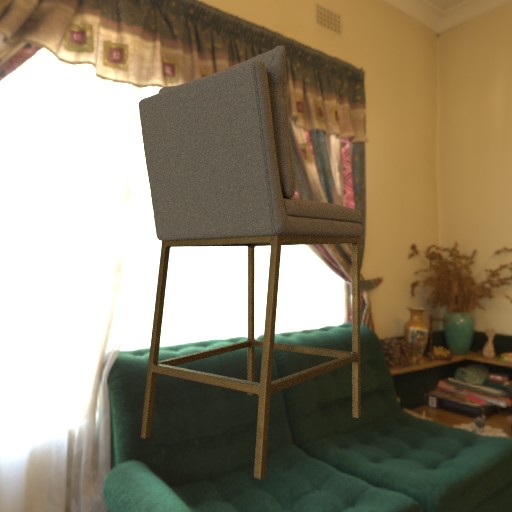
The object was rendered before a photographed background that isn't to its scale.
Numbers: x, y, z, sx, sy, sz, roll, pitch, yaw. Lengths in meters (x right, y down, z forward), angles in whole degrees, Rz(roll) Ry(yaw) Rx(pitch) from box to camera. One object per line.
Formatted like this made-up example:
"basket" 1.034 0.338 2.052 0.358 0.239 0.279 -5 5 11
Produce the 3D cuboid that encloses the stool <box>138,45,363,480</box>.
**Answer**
"stool" 0.000 0.000 1.354 0.463 1.030 0.569 -1 -2 36
